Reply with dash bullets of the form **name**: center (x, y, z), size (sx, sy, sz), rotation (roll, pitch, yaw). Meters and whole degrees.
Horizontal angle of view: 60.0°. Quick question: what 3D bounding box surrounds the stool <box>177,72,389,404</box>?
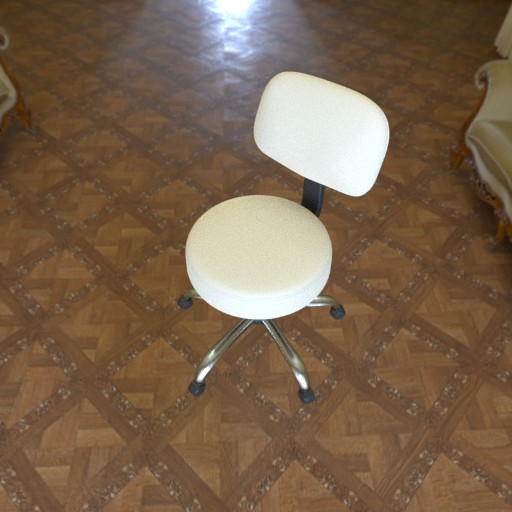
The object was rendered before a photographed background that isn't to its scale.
- **stool**: center (0.000, 0.000, 1.267), size (0.609, 0.810, 0.616), rotation (33, 55, 27)
